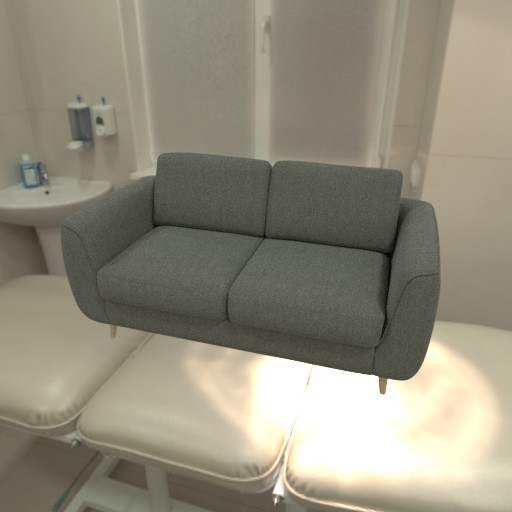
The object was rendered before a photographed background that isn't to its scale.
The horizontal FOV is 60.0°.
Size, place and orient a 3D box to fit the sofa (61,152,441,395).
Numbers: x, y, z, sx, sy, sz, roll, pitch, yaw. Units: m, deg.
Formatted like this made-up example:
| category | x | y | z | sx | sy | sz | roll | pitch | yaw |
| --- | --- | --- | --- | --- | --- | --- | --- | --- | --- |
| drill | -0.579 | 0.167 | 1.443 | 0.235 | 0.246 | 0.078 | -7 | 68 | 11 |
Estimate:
| category | x | y | z | sx | sy | sz | roll | pitch | yaw |
| --- | --- | --- | --- | --- | --- | --- | --- | --- | --- |
| sofa | 0.000 | 0.000 | 2.248 | 1.700 | 0.870 | 0.920 | 8 | 27 | 16 |
